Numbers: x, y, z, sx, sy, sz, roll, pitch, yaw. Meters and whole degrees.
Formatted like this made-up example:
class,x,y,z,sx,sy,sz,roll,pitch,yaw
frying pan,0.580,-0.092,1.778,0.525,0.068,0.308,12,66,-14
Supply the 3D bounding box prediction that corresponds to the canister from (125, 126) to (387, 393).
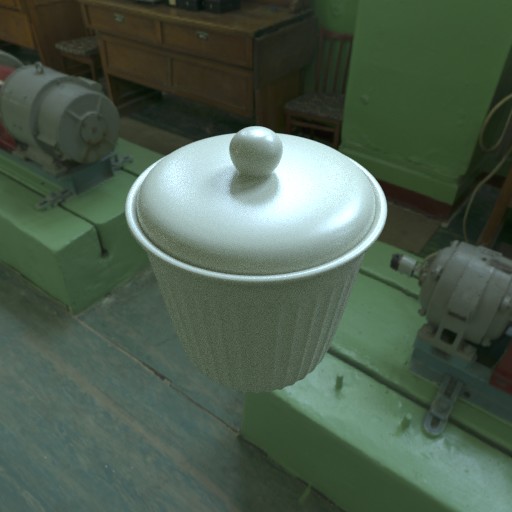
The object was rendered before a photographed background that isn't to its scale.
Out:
class,x,y,z,sx,sy,sz,roll,pitch,yaw
canister,0.000,0.000,0.351,0.181,0.211,0.181,0,41,0
